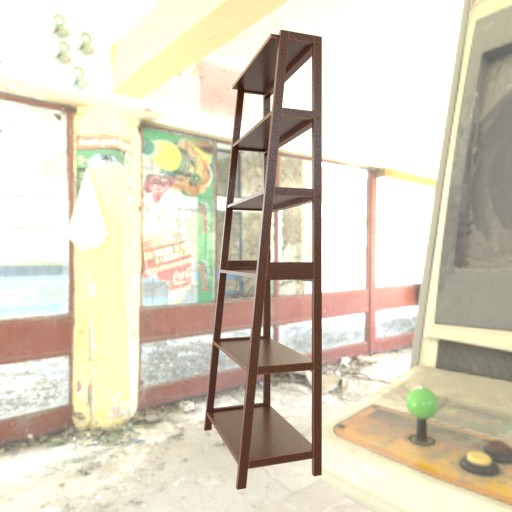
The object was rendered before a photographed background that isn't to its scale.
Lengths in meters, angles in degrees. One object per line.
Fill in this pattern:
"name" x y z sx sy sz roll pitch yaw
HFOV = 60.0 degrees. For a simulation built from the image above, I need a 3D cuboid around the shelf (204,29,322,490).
"shelf" 0.000 0.000 2.163 0.381 1.892 0.660 0 0 -19
